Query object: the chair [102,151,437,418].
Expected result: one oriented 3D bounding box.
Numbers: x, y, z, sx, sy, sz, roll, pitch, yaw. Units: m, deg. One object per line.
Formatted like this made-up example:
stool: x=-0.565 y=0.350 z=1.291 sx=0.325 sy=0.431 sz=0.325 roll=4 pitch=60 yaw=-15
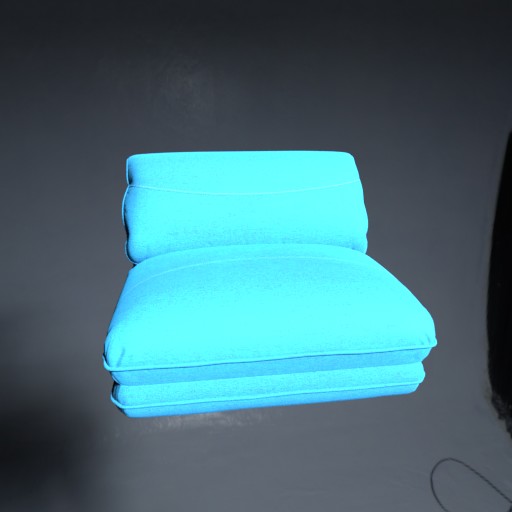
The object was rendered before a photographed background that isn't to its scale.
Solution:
chair: x=0.000 y=0.000 z=1.345 sx=0.820 sy=0.580 sz=0.780 roll=-2 pitch=18 yaw=-8
